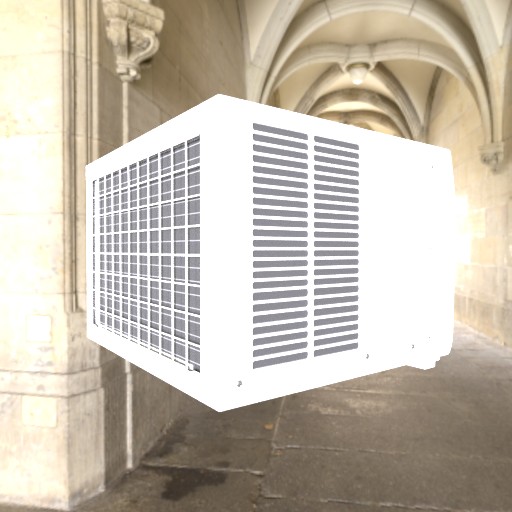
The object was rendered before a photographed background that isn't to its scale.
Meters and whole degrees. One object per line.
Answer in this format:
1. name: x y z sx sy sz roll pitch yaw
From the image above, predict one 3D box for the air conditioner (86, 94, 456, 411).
1. air conditioner: 0.000 0.000 1.039 0.599 0.455 0.645 -1 1 -36
